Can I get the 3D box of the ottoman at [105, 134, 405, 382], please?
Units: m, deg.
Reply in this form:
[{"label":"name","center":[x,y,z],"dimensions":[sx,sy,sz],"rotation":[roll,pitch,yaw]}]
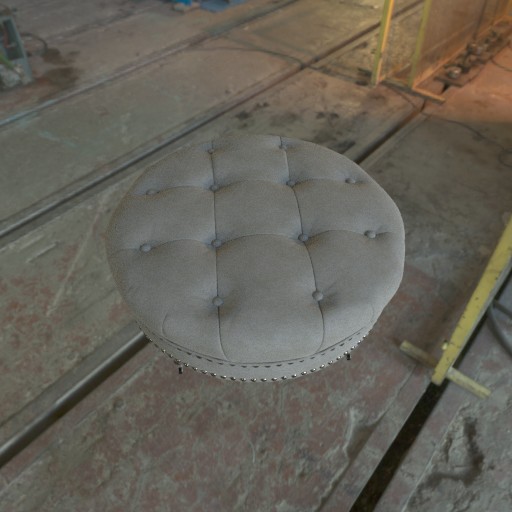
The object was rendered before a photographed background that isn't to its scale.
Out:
[{"label":"ottoman","center":[0.000,0.000,1.437],"dimensions":[0.901,0.439,0.901],"rotation":[0,47,0]}]
